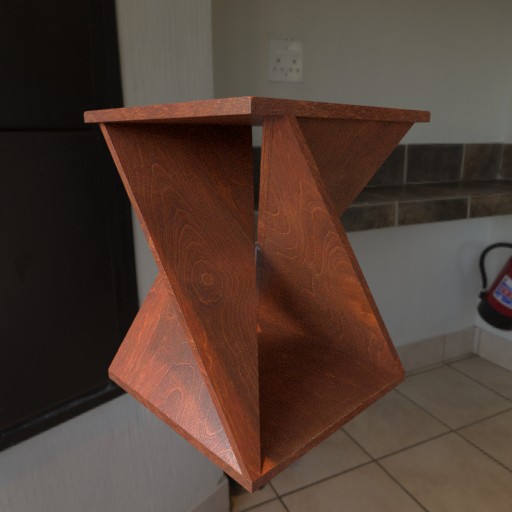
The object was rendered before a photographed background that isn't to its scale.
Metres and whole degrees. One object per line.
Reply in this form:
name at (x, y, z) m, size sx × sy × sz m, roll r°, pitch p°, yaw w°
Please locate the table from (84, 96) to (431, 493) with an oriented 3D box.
table at (0.000, 0.000, 0.838) m, size 0.427 × 0.520 × 0.427 m, roll -14°, pitch 20°, yaw -42°
